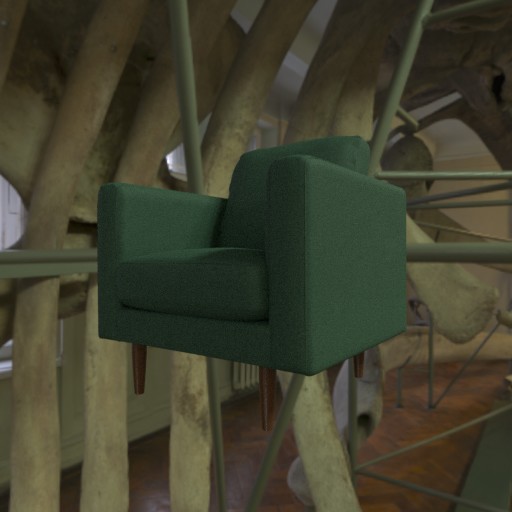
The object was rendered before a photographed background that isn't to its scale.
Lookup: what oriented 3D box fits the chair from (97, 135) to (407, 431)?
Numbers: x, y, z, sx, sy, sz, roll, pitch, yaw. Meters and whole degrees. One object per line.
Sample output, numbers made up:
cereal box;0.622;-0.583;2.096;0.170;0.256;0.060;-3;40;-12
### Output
chair;0.000;0.000;1.595;0.855;0.927;0.800;0;0;36
